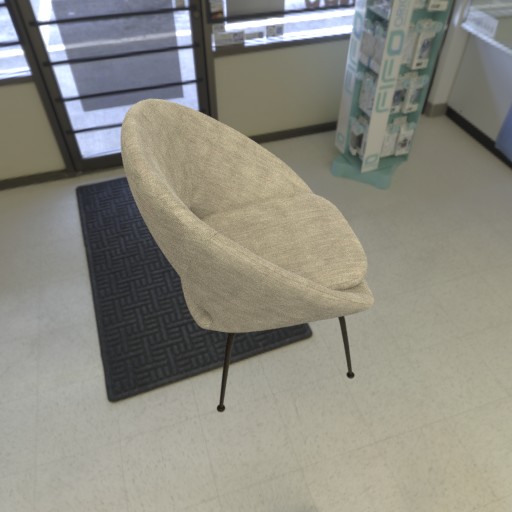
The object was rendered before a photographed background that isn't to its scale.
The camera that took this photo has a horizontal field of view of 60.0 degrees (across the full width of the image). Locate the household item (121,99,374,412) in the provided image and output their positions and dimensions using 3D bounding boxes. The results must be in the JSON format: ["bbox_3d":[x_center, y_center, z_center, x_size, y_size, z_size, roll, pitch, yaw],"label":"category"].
[{"bbox_3d":[0.000,0.000,1.260,0.587,0.869,0.643,-11,46,-11],"label":"household item"}]
